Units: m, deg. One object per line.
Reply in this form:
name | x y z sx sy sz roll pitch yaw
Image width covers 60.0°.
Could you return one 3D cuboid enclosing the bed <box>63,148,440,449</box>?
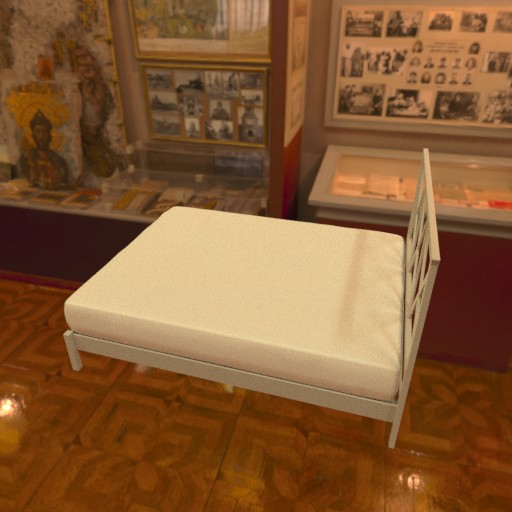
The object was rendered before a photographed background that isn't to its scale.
bed | 0.000 0.000 3.145 2.135 1.253 1.673 9 31 15
